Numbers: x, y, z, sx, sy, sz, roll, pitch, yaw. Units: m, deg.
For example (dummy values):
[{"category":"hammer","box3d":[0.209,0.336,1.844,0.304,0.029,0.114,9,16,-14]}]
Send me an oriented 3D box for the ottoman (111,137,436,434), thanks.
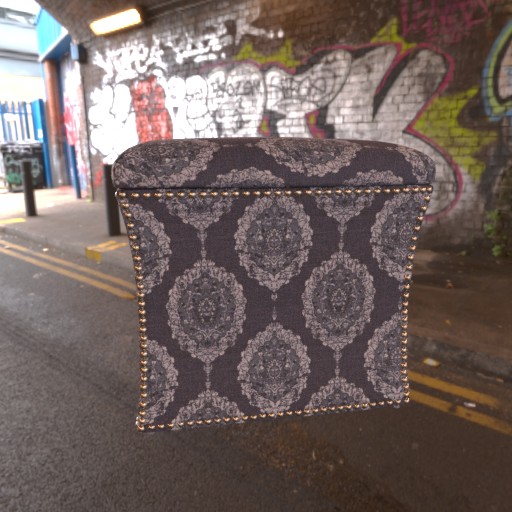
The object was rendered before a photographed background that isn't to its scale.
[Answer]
[{"category":"ottoman","box3d":[0.000,0.000,0.918,0.507,0.475,0.497,-2,14,-10]}]
